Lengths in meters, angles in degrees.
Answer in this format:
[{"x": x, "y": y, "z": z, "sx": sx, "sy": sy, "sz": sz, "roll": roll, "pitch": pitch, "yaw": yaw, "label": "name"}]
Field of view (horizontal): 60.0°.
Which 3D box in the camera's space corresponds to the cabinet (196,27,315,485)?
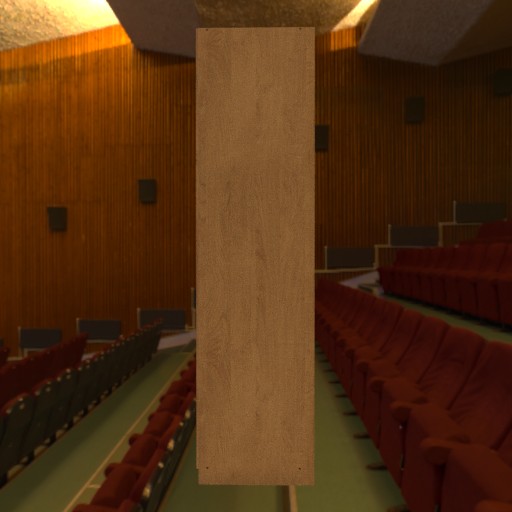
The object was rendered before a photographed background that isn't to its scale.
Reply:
[{"x": 0.000, "y": 0.000, "z": 2.496, "sx": 0.510, "sy": 1.910, "sz": 1.290, "roll": 0, "pitch": 1, "yaw": 1, "label": "cabinet"}]
